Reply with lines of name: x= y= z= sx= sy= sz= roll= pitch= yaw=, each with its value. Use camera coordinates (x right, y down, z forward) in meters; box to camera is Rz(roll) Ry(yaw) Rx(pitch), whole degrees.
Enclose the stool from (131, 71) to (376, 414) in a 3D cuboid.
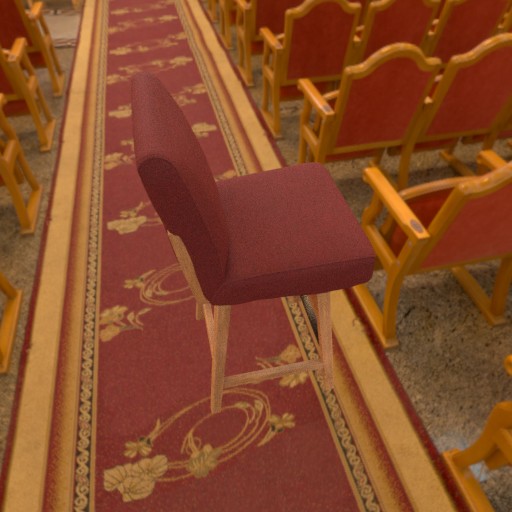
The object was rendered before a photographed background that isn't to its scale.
stool: x=0.000 y=0.000 z=1.363 sx=0.562 sy=1.038 sz=0.468 roll=-9 pitch=46 yaw=-9
